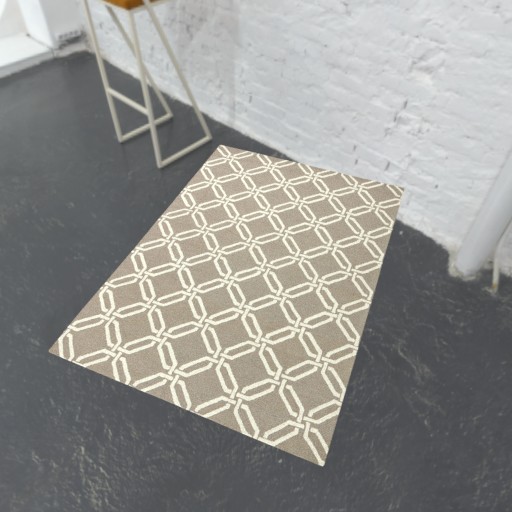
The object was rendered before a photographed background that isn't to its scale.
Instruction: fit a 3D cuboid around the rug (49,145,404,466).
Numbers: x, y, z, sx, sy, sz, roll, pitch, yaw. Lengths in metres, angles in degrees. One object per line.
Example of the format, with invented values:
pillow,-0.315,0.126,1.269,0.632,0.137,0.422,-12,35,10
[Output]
rug,0.000,0.000,4.530,2.441,0.020,3.419,17,49,15
